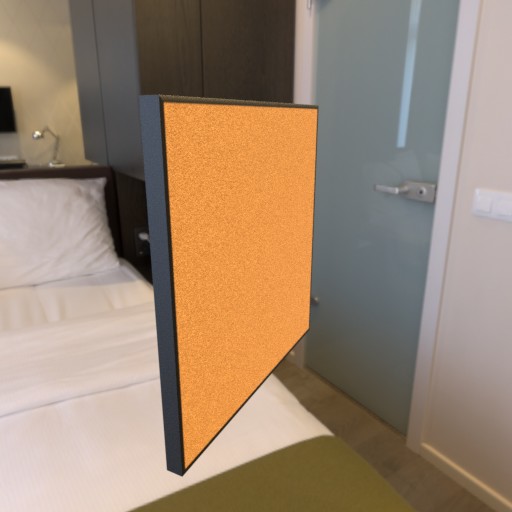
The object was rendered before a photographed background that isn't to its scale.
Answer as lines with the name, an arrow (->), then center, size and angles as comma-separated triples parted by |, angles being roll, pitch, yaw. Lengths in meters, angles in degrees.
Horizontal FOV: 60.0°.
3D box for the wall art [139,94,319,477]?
wall art -> 0.000, 0.000, 1.165 | 0.042, 0.766, 0.769 | 9, 19, 26
